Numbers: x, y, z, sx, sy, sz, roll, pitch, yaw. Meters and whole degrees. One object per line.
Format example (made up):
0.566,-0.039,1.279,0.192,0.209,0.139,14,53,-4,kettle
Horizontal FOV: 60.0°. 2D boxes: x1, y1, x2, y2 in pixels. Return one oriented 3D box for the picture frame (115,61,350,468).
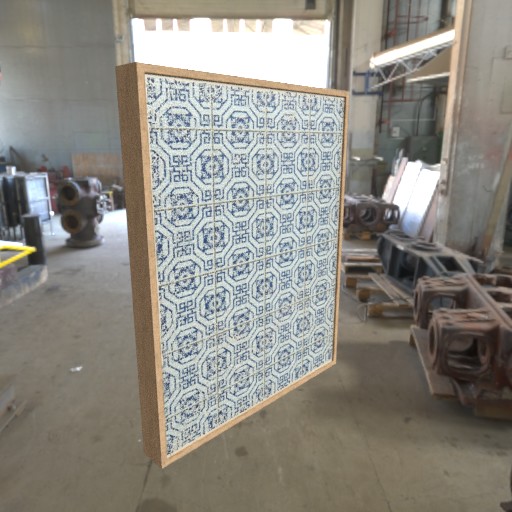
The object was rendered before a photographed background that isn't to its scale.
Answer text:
0.000,0.000,0.712,0.046,0.526,0.421,14,20,43,picture frame
